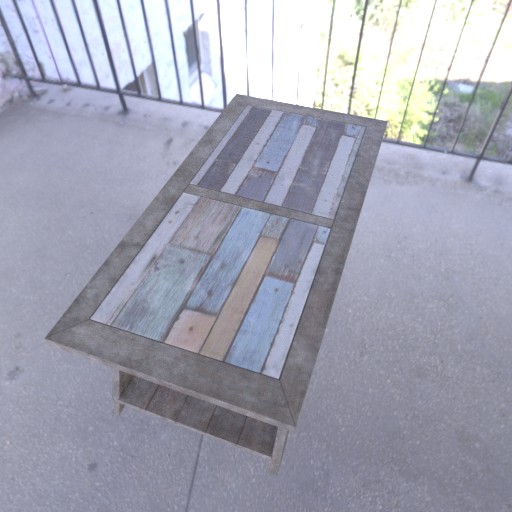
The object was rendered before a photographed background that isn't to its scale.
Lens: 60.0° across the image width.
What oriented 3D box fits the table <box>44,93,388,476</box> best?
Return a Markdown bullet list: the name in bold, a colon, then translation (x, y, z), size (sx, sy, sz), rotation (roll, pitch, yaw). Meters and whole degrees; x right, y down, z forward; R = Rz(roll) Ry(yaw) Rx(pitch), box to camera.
- **table**: translation (0.000, 0.000, 1.521), size (0.610, 0.470, 1.219), rotation (15, 50, 13)
